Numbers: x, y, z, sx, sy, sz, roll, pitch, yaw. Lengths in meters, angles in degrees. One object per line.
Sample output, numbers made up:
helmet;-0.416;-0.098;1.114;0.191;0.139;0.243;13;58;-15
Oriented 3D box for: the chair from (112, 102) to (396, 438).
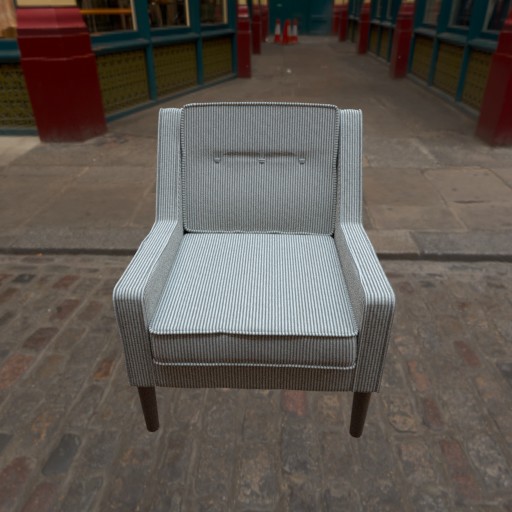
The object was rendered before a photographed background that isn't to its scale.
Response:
chair;0.000;0.000;1.338;0.663;0.792;0.743;1;30;2
